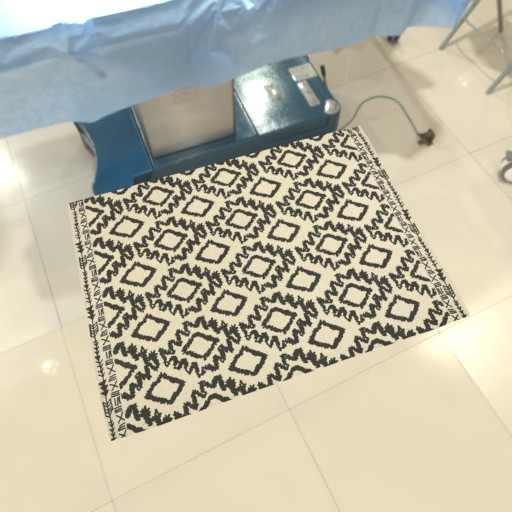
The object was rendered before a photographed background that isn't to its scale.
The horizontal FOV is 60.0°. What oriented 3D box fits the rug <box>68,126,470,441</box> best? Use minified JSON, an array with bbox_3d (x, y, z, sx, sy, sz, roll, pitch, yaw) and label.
[{"bbox_3d":[0.000,0.000,4.342,3.369,0.036,2.444,-17,64,-8],"label":"rug"}]
